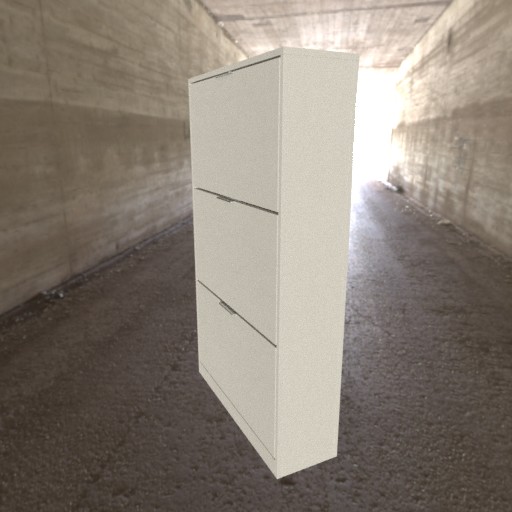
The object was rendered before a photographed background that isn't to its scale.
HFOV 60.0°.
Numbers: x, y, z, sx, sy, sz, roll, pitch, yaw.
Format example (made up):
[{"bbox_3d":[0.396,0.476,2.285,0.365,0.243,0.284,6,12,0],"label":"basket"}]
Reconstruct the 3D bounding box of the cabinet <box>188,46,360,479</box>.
[{"bbox_3d":[0.000,0.000,1.630,0.250,1.280,0.750,-8,17,-25],"label":"cabinet"}]
